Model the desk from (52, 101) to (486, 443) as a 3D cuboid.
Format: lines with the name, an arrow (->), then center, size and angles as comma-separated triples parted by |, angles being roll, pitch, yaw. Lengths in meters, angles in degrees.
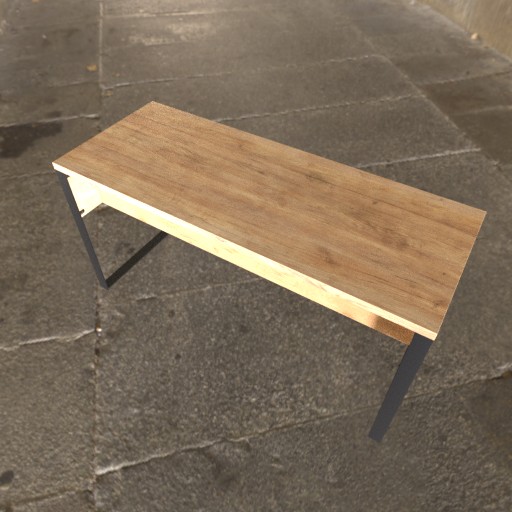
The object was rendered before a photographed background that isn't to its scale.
desk -> 0.000, 0.000, 1.920 | 1.520, 0.760, 0.600 | 24, 51, 21
